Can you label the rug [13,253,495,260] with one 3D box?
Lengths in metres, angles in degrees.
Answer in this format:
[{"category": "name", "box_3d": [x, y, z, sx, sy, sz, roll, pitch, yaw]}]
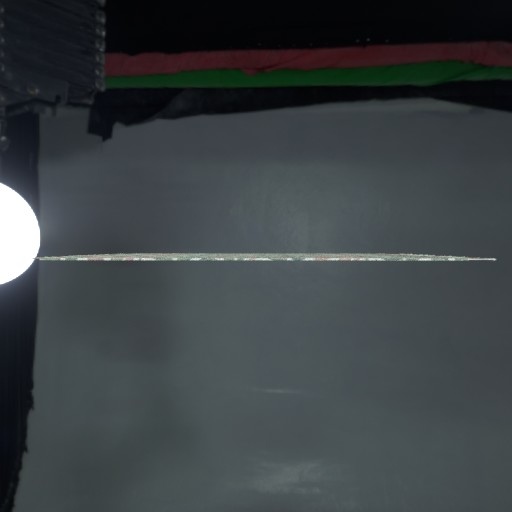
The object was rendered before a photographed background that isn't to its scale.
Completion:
[{"category": "rug", "box_3d": [0.000, 0.000, 2.257, 1.829, 0.010, 1.219, 0, 1, 2]}]
